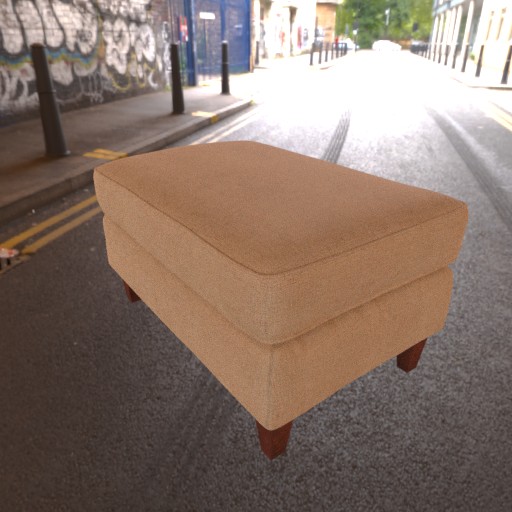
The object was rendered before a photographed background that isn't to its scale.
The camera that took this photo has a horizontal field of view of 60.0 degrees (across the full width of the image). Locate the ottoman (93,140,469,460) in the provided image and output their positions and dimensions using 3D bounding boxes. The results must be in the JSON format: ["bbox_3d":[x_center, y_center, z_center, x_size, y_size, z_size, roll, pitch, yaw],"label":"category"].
[{"bbox_3d":[0.000,0.000,1.202,0.583,0.484,0.862,-18,31,-32],"label":"ottoman"}]
